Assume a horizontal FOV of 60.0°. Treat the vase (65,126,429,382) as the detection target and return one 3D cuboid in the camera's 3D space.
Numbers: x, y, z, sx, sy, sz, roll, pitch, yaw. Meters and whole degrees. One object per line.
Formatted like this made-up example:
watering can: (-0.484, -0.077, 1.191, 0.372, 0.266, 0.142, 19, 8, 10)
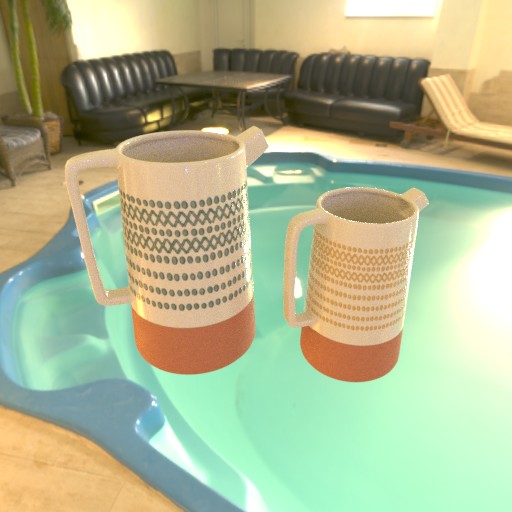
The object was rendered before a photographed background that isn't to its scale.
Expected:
vase: (0.000, 0.000, 0.469, 0.326, 0.247, 0.168, 9, 30, 17)
